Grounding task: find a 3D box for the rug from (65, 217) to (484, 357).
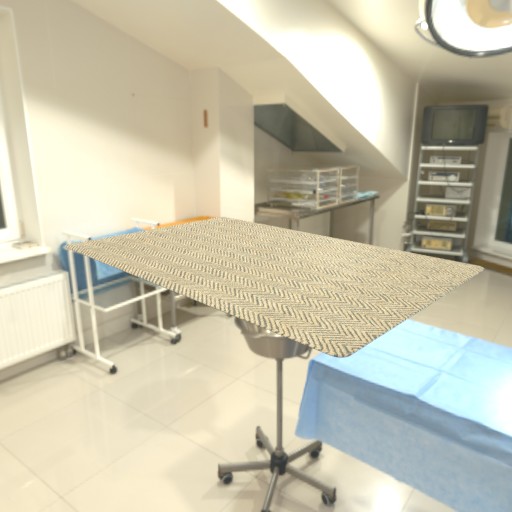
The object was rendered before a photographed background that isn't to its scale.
[{"bbox_3d":[0.000,0.000,2.165,1.752,0.008,1.144,15,21,42],"label":"rug"}]
